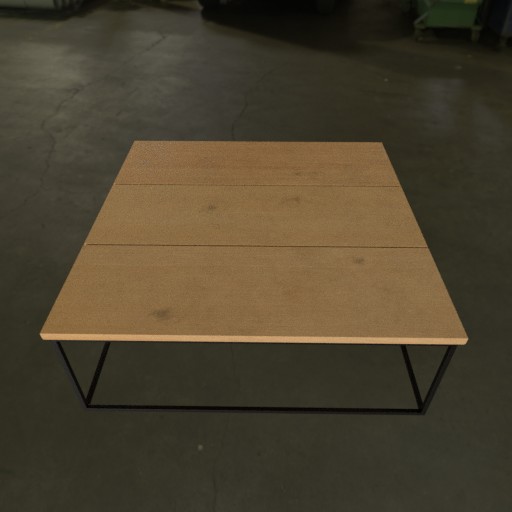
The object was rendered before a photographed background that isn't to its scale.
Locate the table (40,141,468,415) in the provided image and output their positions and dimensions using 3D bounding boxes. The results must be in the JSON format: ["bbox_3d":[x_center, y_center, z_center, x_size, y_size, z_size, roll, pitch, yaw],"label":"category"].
[{"bbox_3d":[0.000,0.000,1.684,1.100,0.400,1.100,1,41,1],"label":"table"}]
